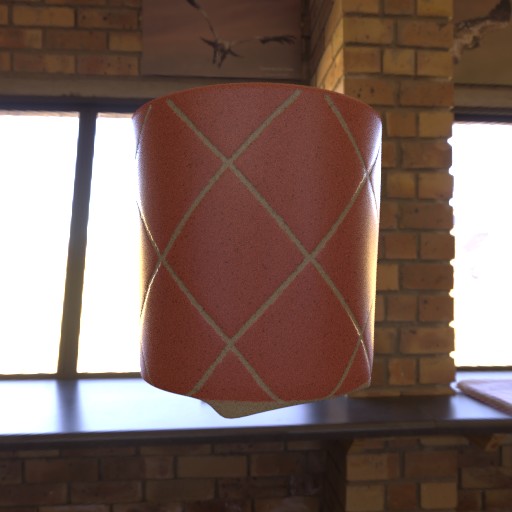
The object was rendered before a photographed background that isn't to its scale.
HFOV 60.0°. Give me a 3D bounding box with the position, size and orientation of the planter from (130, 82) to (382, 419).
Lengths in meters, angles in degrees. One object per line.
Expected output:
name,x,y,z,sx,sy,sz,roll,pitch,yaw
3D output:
planter,0.000,0.000,0.414,0.227,0.235,0.227,0,-1,0
